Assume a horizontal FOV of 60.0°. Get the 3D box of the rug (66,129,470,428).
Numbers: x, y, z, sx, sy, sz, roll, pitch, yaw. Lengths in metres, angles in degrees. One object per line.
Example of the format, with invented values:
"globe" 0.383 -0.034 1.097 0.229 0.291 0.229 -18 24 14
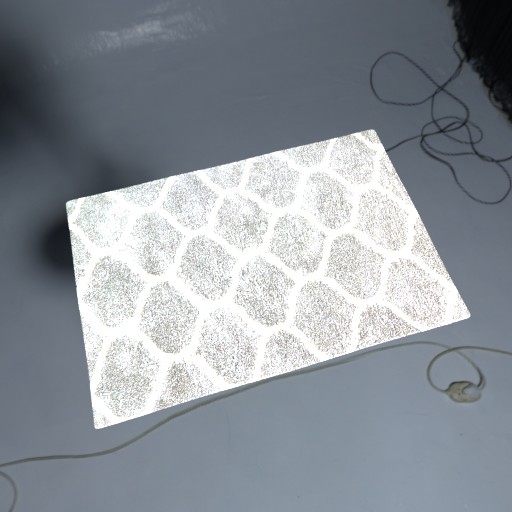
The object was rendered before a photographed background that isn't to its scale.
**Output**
"rug" 0.000 0.000 3.398 2.701 0.026 1.801 -15 66 -7
